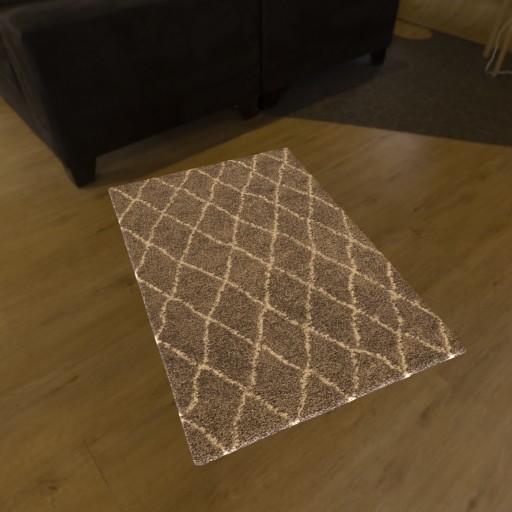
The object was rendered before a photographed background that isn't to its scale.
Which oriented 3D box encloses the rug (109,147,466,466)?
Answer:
[{"bbox_3d":[0.000,0.000,2.313,1.219,0.030,1.778,-17,47,-16],"label":"rug"}]
